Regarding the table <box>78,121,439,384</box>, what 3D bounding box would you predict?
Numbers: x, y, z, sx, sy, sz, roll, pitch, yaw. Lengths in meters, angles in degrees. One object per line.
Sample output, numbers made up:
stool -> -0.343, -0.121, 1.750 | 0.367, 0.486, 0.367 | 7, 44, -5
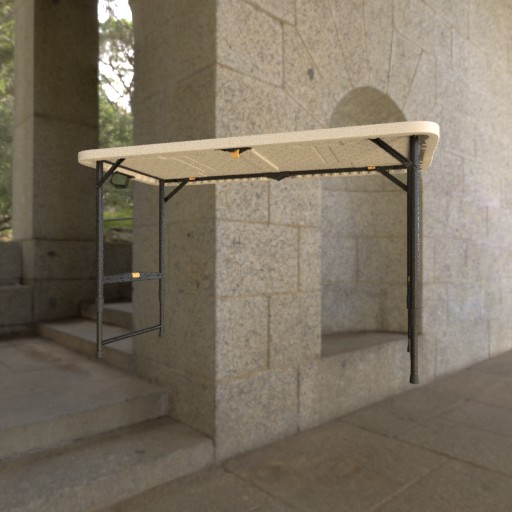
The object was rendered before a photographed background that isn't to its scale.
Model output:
table -> 0.000, 0.000, 1.664 | 1.245, 0.737, 0.611 | 0, 0, 18
